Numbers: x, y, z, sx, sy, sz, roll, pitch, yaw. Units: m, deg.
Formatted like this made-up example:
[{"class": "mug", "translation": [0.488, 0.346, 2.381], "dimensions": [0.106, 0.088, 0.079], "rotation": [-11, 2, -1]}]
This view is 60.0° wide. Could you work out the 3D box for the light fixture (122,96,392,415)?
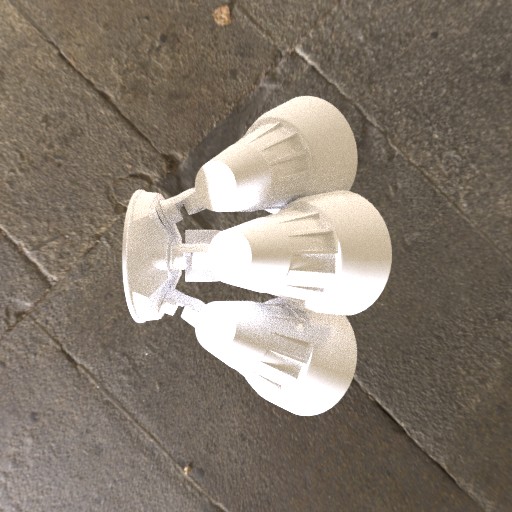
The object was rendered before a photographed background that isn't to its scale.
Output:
[{"class": "light fixture", "translation": [0.000, 0.000, 0.544], "dimensions": [0.278, 0.237, 0.369], "rotation": [0, 91, 0]}]
